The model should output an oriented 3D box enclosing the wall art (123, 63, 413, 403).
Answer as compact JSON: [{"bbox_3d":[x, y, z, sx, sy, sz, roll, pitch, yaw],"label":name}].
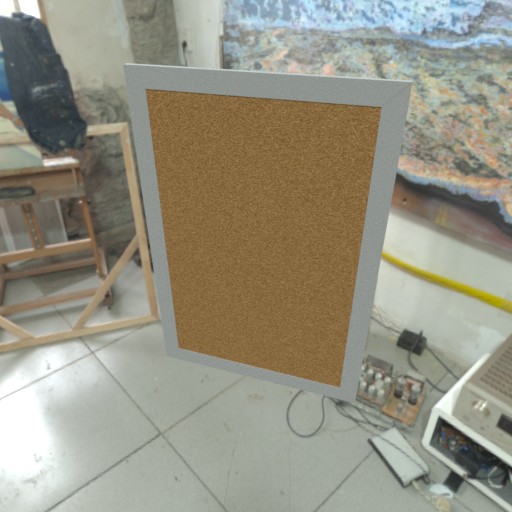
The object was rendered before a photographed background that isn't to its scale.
[{"bbox_3d":[0.000,0.000,0.845,0.454,0.659,0.011,10,34,15],"label":"wall art"}]
